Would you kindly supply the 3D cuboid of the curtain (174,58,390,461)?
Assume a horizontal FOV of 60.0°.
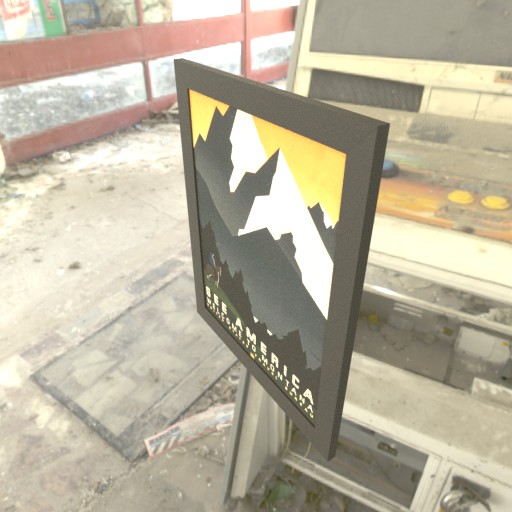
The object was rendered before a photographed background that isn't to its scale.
[{"bbox_3d":[0.000,0.000,0.786,0.027,0.585,0.483,-20,38,-28],"label":"curtain"}]
